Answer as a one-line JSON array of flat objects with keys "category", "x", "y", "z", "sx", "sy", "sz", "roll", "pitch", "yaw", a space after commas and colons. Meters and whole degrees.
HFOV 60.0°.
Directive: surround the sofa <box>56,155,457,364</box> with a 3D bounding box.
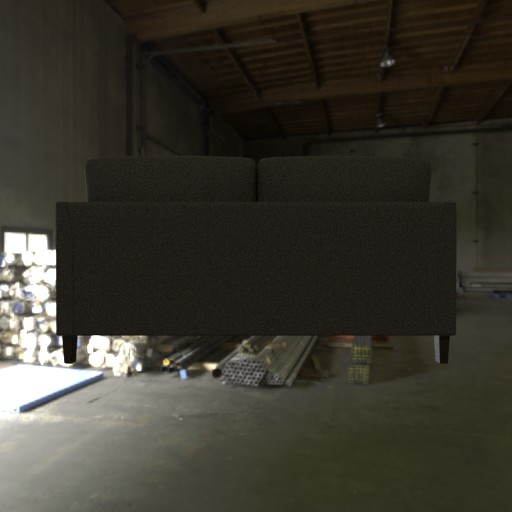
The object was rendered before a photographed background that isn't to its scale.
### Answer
[{"category": "sofa", "x": 0.000, "y": 0.000, "z": 2.355, "sx": 1.751, "sy": 0.920, "sz": 0.969, "roll": 0, "pitch": 0, "yaw": 0}]
